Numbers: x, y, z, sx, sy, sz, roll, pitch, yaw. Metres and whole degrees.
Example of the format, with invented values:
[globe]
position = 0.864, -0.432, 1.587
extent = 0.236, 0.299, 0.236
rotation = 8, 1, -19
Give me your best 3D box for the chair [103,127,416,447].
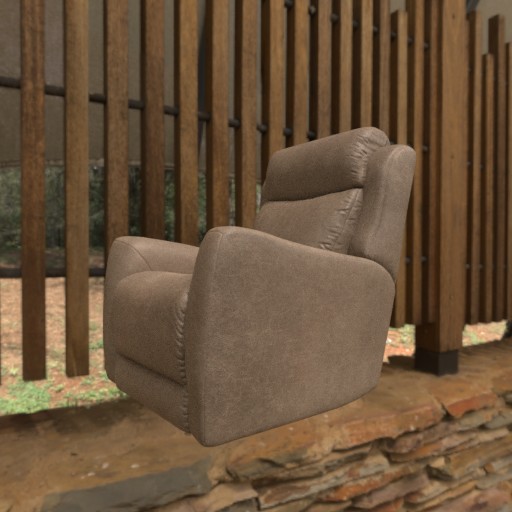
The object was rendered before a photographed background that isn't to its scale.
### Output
[chair]
position = 0.000, 0.000, 1.908
extent = 1.068, 1.116, 0.967
rotation = 0, 1, -36
